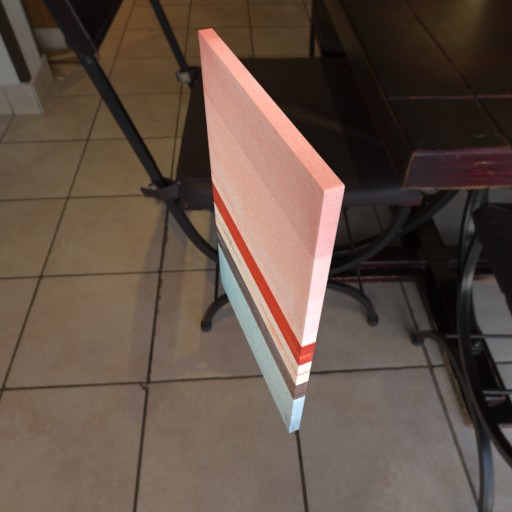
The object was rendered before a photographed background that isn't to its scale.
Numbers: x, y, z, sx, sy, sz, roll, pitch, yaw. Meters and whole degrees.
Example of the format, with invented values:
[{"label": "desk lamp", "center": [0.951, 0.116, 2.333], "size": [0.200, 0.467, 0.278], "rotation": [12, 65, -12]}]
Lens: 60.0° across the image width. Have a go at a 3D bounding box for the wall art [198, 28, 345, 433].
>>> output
[{"label": "wall art", "center": [0.000, 0.000, 1.158], "size": [0.038, 0.914, 0.610], "rotation": [-17, 50, -14]}]
